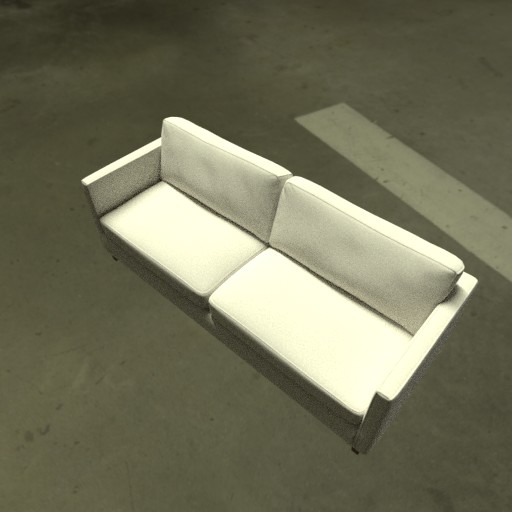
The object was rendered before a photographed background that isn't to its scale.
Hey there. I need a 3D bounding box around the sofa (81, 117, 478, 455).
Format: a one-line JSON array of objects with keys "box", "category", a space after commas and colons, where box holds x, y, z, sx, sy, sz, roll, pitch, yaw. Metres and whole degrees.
[{"box": [0.000, 0.000, 2.831, 2.361, 0.962, 0.951, 33, 55, 27], "category": "sofa"}]
